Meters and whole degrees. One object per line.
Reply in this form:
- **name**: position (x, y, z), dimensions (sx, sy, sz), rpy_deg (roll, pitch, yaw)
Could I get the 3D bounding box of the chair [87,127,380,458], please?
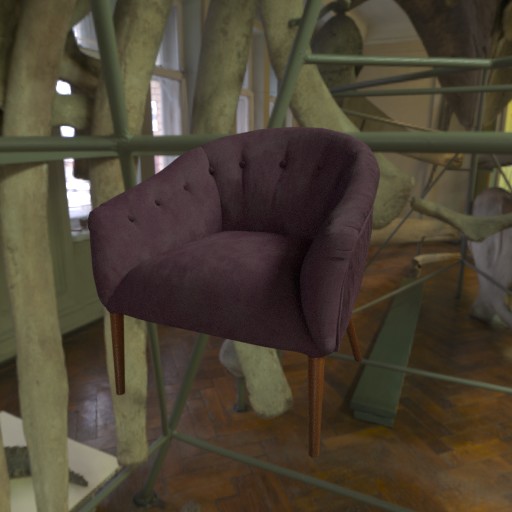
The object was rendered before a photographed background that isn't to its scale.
- **chair**: position (0.000, 0.000, 1.544), dimensions (0.851, 0.885, 0.776), rpy_deg (7, 16, 26)
